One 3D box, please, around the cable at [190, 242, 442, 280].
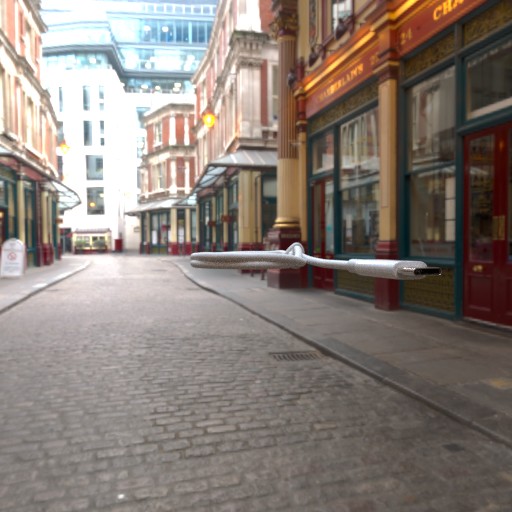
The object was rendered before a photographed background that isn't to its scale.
[{"bbox_3d":[0.000,0.000,0.233,0.070,0.014,0.203,0,1,-18],"label":"cable"}]
